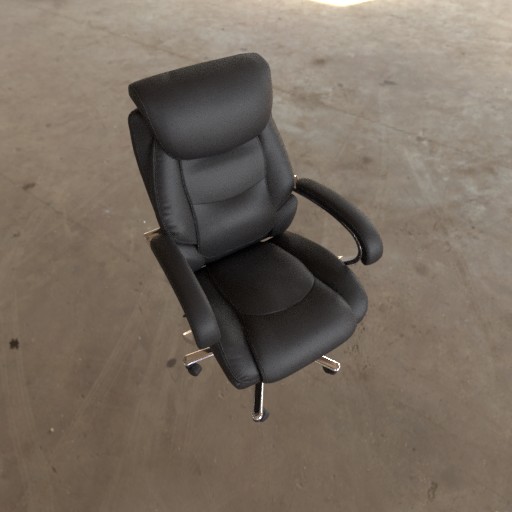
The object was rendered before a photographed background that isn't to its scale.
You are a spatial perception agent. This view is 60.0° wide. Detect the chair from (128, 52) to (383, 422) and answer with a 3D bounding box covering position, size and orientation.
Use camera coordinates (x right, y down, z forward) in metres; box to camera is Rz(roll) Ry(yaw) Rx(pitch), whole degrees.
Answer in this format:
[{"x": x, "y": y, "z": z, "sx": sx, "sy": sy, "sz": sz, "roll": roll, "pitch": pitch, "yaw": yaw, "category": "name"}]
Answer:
[{"x": 0.000, "y": 0.000, "z": 1.669, "sx": 0.755, "sy": 1.183, "sz": 0.790, "roll": -24, "pitch": 50, "yaw": -22, "category": "chair"}]
